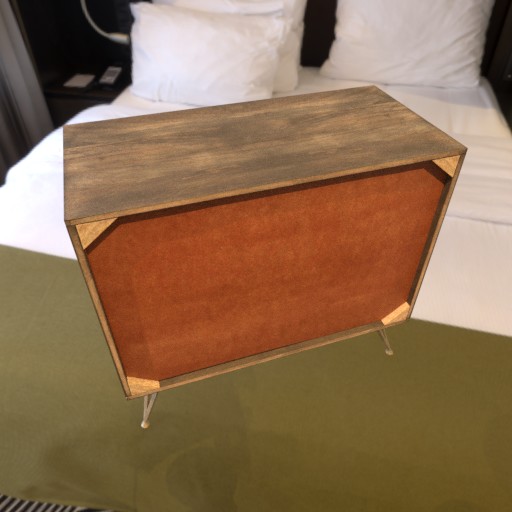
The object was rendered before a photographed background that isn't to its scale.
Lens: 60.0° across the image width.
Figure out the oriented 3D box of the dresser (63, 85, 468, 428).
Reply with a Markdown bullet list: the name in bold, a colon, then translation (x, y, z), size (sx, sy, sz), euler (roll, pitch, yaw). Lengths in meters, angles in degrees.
- **dresser**: translation (0.000, 0.000, 1.378), size (0.923, 0.801, 0.453), euler (-12, 42, -14)
